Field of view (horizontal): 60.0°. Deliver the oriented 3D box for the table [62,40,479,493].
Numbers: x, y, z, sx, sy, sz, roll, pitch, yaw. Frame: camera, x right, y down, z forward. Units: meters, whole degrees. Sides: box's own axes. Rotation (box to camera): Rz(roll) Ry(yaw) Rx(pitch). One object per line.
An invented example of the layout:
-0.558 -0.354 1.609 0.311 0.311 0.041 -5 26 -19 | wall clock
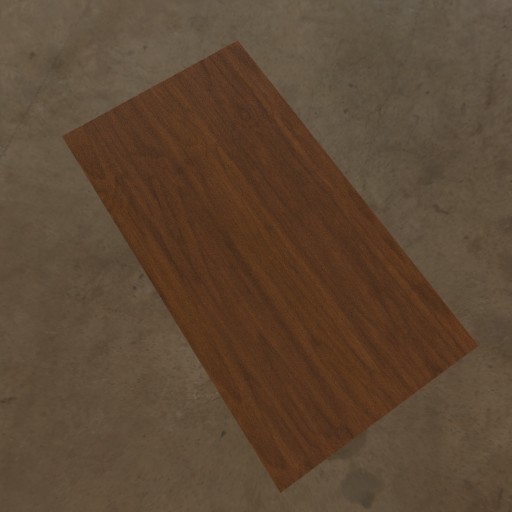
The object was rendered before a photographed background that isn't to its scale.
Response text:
0.000 0.000 1.334 0.574 0.414 1.057 -33 77 -9 | table
